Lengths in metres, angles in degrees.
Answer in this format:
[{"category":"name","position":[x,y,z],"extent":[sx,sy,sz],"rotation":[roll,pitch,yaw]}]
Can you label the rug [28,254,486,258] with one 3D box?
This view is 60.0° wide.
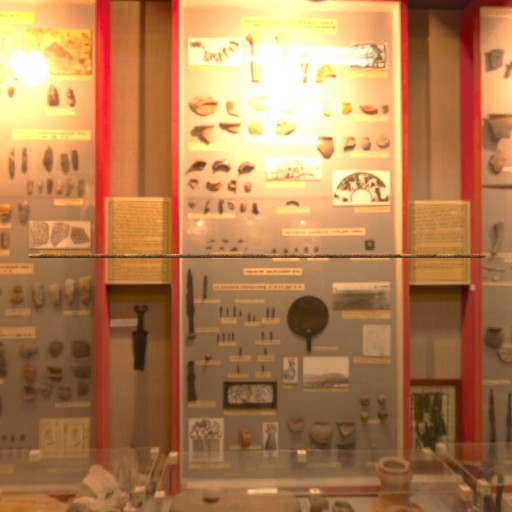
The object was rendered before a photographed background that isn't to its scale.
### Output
[{"category":"rug","position":[0.000,0.000,4.071],"extent":[3.000,0.026,2.399],"rotation":[0,0,-1]}]
